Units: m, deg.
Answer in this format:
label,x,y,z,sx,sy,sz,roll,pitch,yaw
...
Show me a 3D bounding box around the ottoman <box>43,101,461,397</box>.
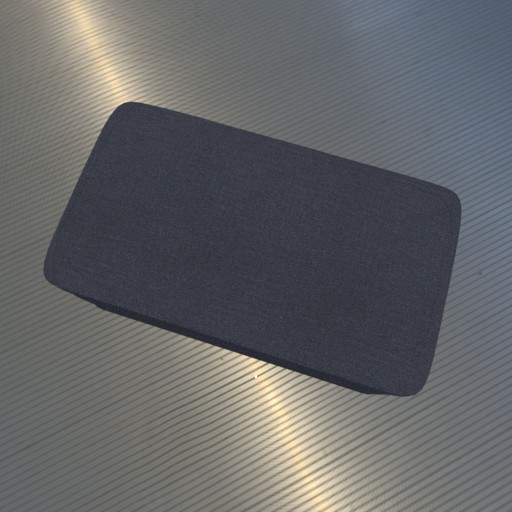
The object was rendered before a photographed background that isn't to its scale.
label,x,y,z,sx,sy,sz,roll,pitch,yaw
ottoman,0.000,0.000,1.193,0.895,0.453,0.505,17,75,5
